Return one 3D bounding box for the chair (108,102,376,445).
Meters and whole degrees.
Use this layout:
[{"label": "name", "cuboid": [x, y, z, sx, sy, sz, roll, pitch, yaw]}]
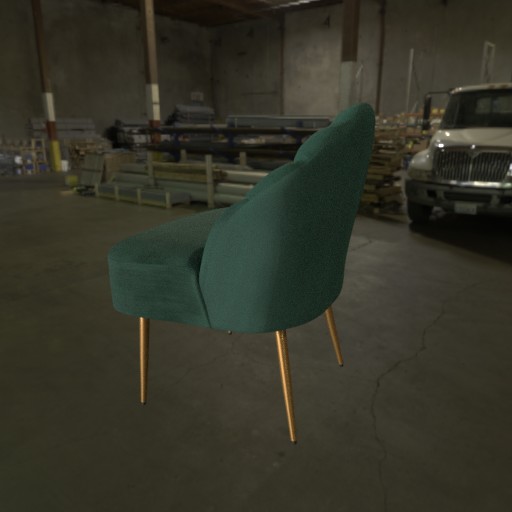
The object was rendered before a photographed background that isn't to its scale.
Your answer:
[{"label": "chair", "cuboid": [0.000, 0.000, 1.270, 0.599, 0.819, 0.657, 8, 18, 25]}]
